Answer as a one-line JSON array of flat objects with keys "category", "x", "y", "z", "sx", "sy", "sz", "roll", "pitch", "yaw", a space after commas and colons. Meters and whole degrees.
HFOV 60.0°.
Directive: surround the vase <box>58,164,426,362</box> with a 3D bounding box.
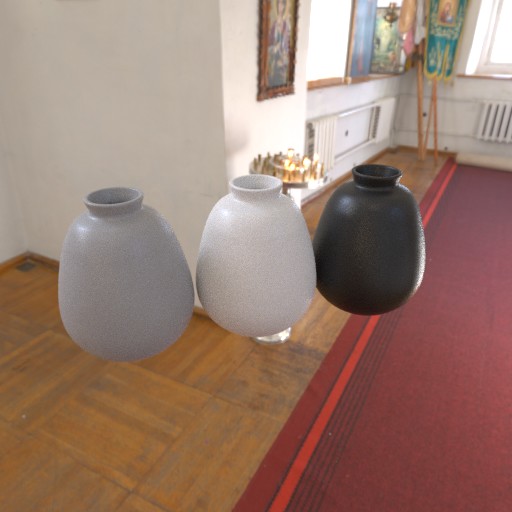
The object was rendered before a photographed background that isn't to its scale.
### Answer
[{"category": "vase", "x": 0.000, "y": 0.000, "z": 0.352, "sx": 0.297, "sy": 0.122, "sz": 0.097, "roll": -8, "pitch": 28, "yaw": -15}]
